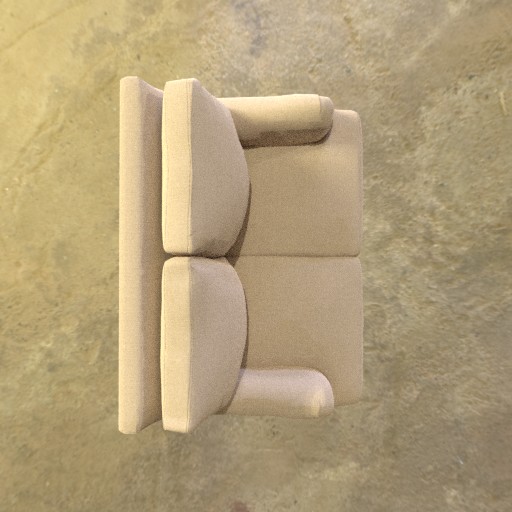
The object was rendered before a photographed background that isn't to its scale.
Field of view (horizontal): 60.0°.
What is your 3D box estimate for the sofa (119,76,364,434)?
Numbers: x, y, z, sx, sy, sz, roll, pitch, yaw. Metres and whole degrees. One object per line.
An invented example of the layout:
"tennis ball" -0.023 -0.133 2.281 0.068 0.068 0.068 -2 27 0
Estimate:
"sofa" 0.000 0.000 2.213 1.087 1.048 1.508 0 89 0
